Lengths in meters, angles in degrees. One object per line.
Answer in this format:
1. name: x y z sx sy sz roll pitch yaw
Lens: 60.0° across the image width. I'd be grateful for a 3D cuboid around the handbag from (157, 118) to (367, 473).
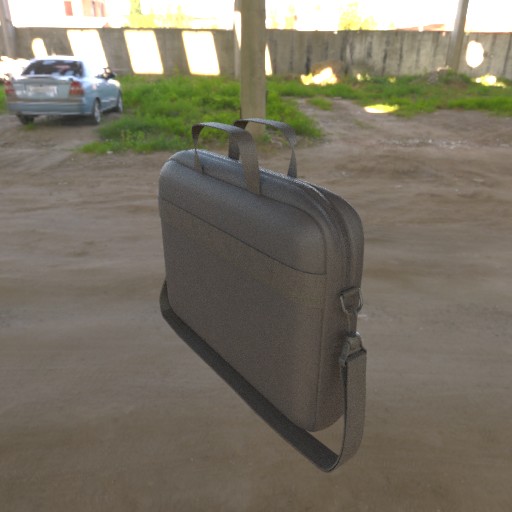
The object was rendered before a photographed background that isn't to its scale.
1. handbag: 0.000 0.000 0.571 0.126 0.330 0.429 -17 29 -33
